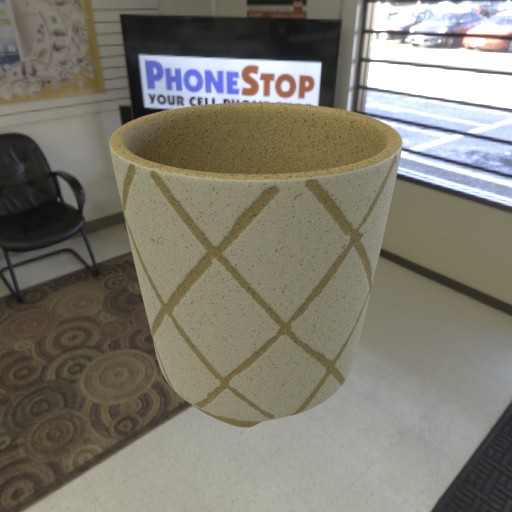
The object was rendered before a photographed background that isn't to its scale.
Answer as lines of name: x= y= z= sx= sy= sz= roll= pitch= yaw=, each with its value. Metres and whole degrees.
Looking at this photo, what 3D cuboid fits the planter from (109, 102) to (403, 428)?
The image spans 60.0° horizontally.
planter: x=0.000 y=0.000 z=0.415 sx=0.228 sy=0.235 sz=0.228 roll=0 pitch=30 yaw=0
